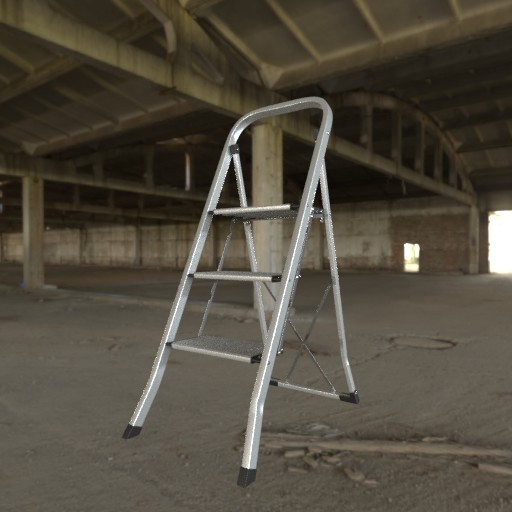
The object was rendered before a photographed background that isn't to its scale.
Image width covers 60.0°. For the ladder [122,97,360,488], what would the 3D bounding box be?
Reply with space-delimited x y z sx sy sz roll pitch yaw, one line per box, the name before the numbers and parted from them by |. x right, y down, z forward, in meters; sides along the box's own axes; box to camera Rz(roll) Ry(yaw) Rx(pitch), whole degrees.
ladder | 0.000 0.000 1.443 0.465 1.070 0.704 1 1 37
